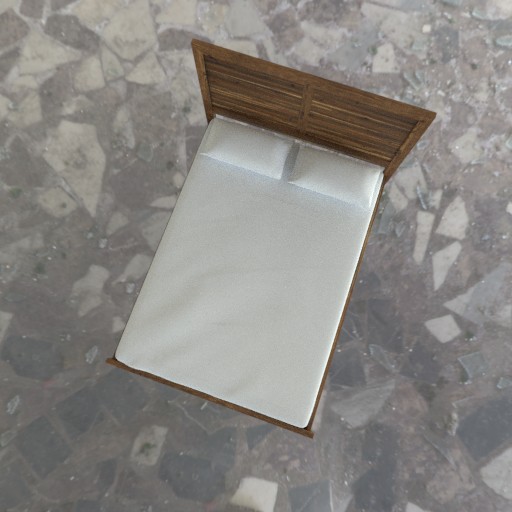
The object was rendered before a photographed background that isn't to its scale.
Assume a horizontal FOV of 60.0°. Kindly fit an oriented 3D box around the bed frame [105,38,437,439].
[{"bbox_3d":[0.000,0.000,3.389,1.696,1.417,2.276,19,78,4],"label":"bed frame"}]
